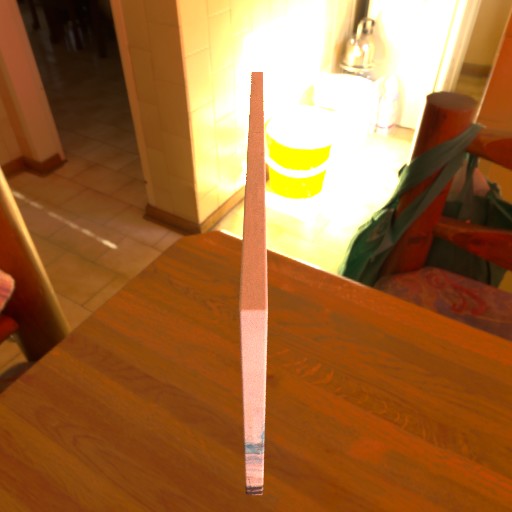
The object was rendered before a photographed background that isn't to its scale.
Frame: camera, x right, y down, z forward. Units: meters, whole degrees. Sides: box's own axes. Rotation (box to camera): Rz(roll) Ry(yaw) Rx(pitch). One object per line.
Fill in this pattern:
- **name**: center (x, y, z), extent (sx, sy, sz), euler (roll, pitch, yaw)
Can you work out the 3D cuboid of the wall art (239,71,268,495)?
- **wall art**: center (0.000, 0.000, 1.123), extent (0.038, 0.609, 0.913), euler (0, 41, 0)
